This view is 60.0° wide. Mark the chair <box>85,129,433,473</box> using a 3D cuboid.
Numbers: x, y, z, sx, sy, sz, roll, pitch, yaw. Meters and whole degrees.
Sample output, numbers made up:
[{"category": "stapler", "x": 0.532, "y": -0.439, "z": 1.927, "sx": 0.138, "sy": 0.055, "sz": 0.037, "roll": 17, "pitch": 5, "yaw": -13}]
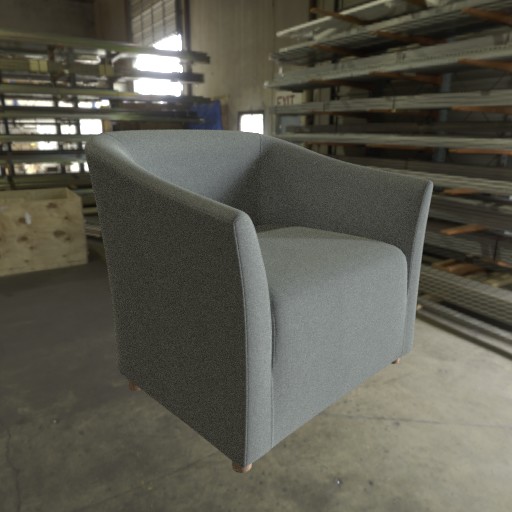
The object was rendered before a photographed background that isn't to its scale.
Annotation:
[{"category": "chair", "x": 0.000, "y": 0.000, "z": 1.309, "sx": 0.790, "sy": 0.720, "sz": 0.700, "roll": -15, "pitch": 22, "yaw": -43}]
